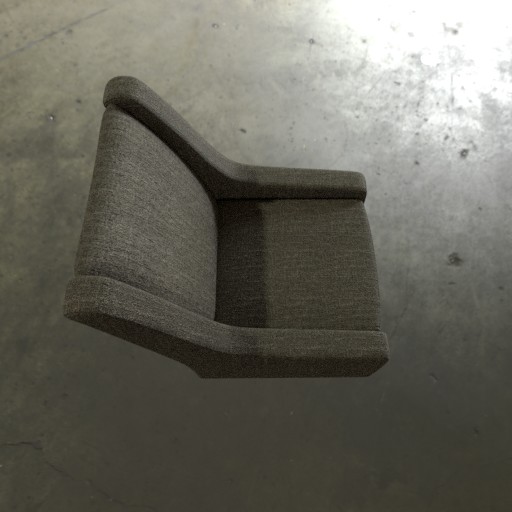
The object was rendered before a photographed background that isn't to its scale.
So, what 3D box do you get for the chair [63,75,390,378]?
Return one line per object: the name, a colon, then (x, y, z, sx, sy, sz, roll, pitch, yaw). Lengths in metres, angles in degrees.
chair: (0.000, 0.000, 1.662, 0.944, 1.012, 0.793, 0, 64, 0)
